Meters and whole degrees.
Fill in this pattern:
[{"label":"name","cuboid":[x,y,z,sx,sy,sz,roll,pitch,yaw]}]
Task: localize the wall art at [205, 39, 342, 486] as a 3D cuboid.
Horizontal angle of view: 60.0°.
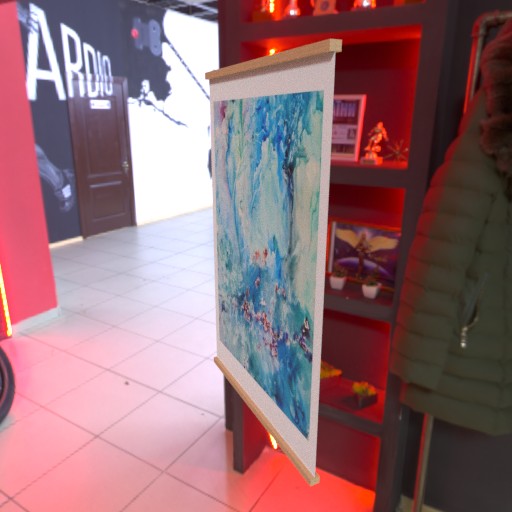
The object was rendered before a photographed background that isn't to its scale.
[{"label":"wall art","cuboid":[0.000,0.000,1.858,0.040,1.510,0.991,-8,19,-25]}]
